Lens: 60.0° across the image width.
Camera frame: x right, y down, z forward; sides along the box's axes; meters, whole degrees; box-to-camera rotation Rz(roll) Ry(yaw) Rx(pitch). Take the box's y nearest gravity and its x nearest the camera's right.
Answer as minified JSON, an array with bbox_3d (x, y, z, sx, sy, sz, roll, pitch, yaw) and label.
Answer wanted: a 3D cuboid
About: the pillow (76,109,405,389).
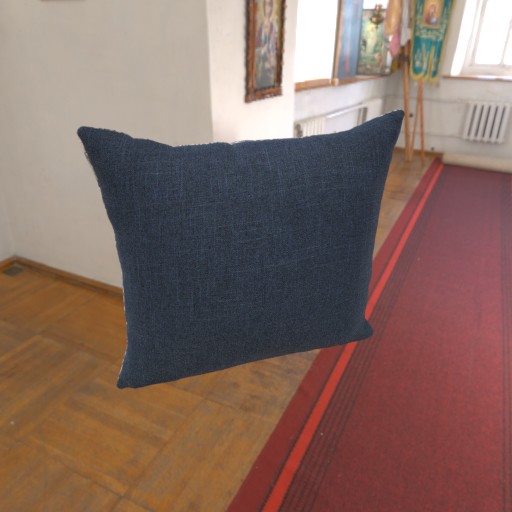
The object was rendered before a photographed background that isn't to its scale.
[{"bbox_3d":[0.000,0.000,0.799,0.546,0.487,0.180,-9,28,-17],"label":"pillow"}]
